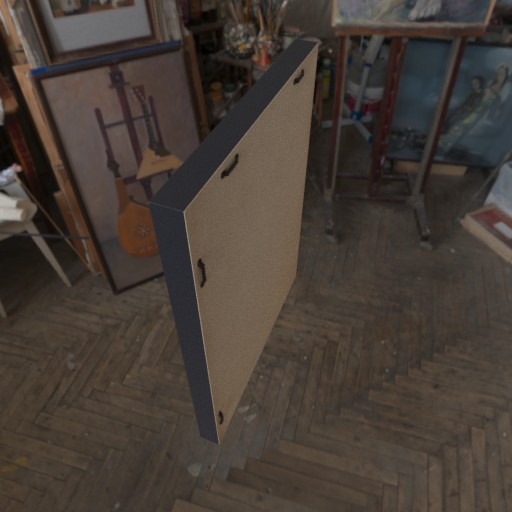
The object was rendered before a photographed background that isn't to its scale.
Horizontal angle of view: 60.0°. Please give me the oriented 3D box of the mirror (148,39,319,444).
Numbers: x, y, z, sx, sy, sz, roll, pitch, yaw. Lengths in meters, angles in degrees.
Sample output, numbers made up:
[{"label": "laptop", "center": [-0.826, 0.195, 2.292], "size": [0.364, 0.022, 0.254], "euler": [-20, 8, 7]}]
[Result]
[{"label": "mirror", "center": [0.000, 0.000, 0.693], "size": [0.041, 0.508, 0.405], "euler": [16, 48, 15]}]
